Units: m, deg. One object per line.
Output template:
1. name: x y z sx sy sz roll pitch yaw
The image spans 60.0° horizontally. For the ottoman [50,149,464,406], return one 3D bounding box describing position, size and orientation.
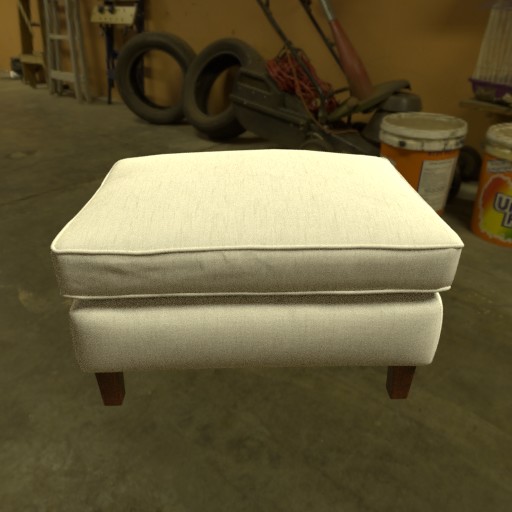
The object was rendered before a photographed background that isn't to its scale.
1. ottoman: 0.000 0.000 0.947 0.665 0.406 0.501 -1 30 -1
